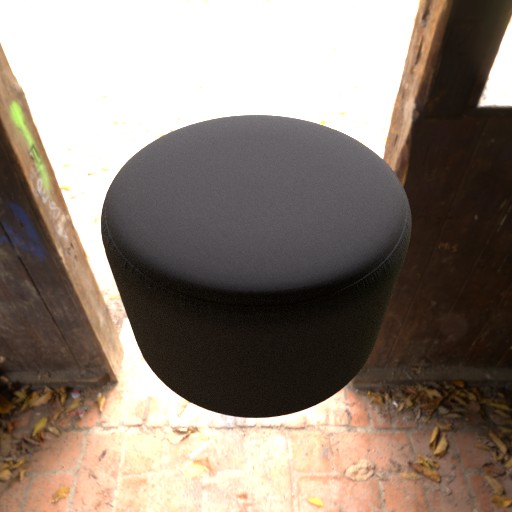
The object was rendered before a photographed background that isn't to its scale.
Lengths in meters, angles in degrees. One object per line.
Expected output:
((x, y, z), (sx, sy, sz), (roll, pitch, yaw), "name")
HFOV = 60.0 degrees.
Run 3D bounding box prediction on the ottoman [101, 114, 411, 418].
((0.000, 0.000, 0.999), (0.608, 0.433, 0.608), (0, 46, 0), "ottoman")
